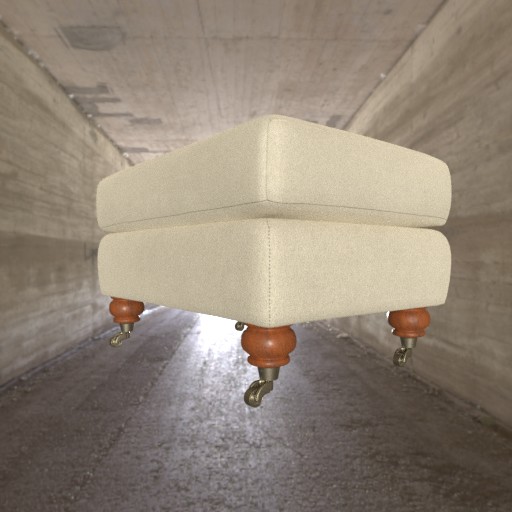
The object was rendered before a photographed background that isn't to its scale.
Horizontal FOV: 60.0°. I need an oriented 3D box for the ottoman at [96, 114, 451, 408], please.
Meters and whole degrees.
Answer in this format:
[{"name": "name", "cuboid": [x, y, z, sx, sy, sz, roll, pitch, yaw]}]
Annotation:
[{"name": "ottoman", "cuboid": [0.000, 0.000, 1.121, 0.569, 0.499, 0.773, 0, 0, -39]}]
